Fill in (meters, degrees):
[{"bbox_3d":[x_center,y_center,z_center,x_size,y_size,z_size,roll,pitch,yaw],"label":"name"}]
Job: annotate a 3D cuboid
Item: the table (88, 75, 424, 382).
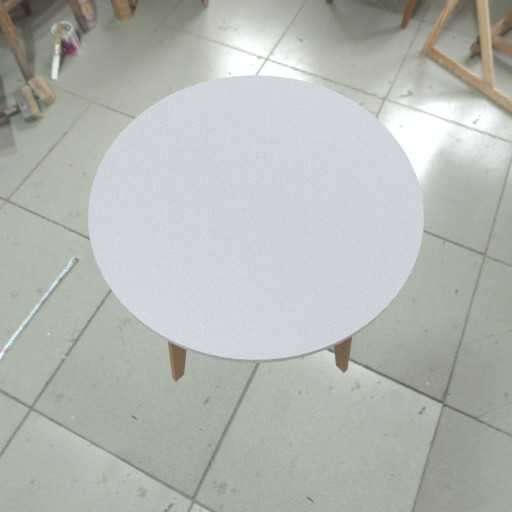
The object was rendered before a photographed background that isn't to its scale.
[{"bbox_3d":[0.000,0.000,1.539,0.896,0.762,0.896,0,64,0],"label":"table"}]
